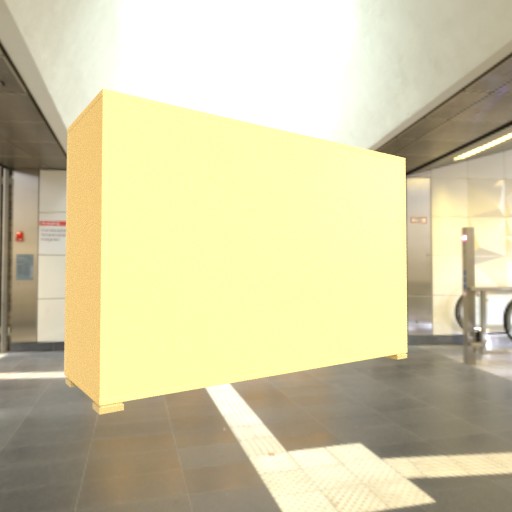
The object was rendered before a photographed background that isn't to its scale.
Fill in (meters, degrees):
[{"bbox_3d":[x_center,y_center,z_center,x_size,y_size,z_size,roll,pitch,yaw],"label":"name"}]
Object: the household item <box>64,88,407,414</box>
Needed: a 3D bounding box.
[{"bbox_3d":[0.000,0.000,1.721,1.300,0.867,0.420,1,-2,-35],"label":"household item"}]
